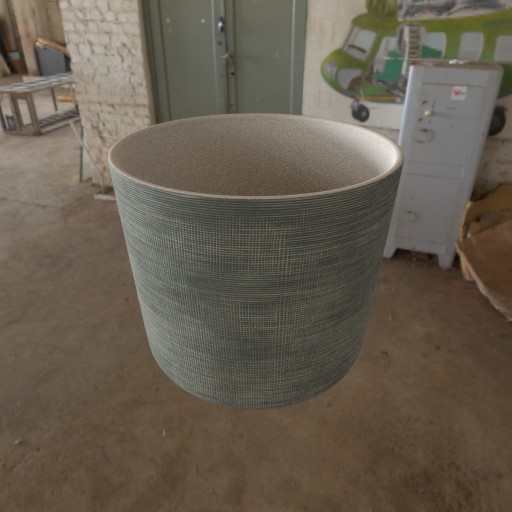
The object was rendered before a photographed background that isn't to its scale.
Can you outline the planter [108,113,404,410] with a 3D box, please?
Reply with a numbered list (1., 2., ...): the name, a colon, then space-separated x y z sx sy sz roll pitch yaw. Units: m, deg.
1. planter: 0.000 0.000 0.783 0.440 0.398 0.440 0 30 0
